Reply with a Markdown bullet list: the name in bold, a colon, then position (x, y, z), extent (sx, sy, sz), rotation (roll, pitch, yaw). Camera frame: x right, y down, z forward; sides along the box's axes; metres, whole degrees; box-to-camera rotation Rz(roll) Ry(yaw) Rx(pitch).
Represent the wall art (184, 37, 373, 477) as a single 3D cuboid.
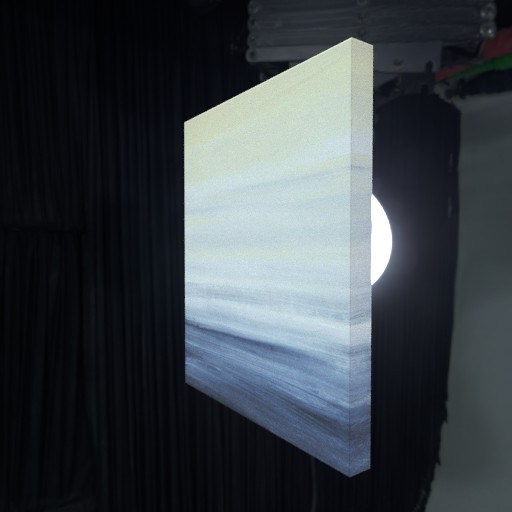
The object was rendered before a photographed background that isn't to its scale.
- **wall art**: position (0.000, 0.000, 0.703), extent (0.037, 0.511, 0.435), rotation (-1, 2, -35)
